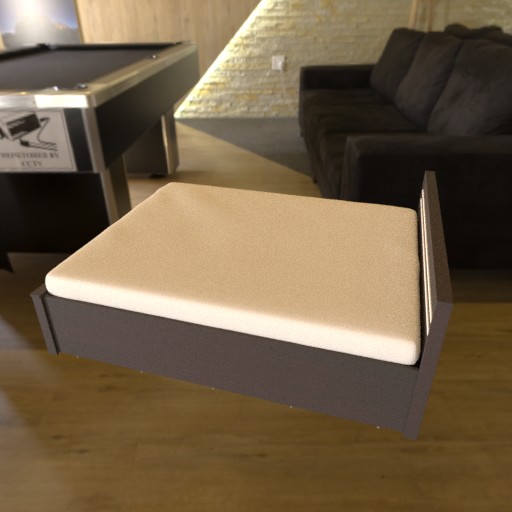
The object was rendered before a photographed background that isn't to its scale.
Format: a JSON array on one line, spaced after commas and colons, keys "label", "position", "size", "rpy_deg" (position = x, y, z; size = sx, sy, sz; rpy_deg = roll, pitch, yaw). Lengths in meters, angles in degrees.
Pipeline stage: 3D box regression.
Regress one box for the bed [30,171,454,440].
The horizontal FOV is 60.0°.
[{"label": "bed", "position": [0.000, 0.000, 2.868], "size": [2.103, 0.808, 1.634], "rpy_deg": [9, 31, 15]}]
